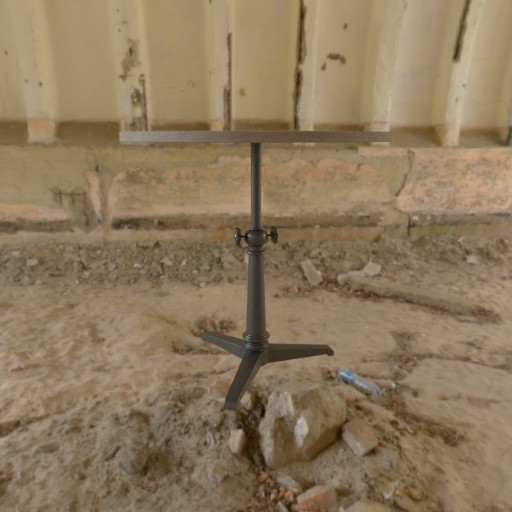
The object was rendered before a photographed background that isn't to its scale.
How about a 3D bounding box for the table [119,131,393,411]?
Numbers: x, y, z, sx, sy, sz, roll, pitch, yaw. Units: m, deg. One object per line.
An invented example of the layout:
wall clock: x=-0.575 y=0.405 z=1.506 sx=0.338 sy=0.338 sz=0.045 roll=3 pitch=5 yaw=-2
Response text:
table: x=0.000 y=0.000 z=1.454 sx=0.800 sy=0.780 sz=0.800 roll=0 pitch=15 yaw=0
